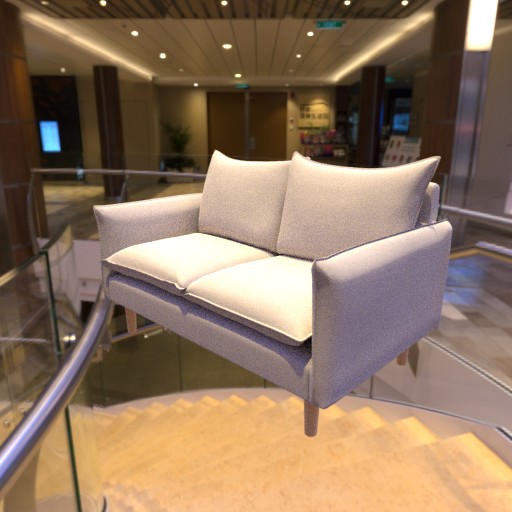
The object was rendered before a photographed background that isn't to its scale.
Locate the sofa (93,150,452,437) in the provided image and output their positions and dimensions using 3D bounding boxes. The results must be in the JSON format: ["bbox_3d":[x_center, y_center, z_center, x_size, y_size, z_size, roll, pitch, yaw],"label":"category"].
[{"bbox_3d":[0.000,0.000,1.859,1.300,0.840,0.820,15,21,42],"label":"sofa"}]
